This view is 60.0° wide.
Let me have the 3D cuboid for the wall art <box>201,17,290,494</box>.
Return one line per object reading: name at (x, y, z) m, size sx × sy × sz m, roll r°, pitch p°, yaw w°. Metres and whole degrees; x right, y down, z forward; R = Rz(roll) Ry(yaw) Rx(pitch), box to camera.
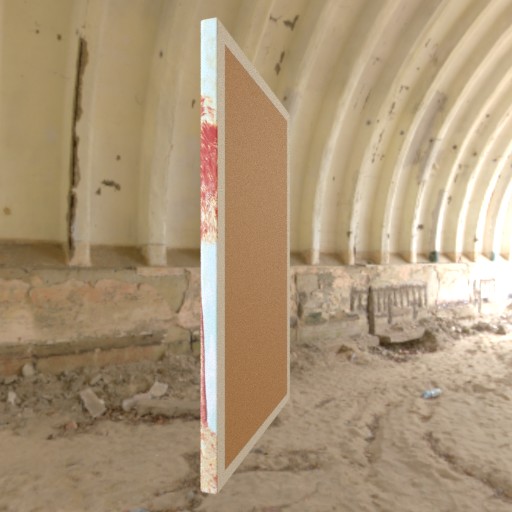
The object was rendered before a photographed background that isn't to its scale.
wall art at (0.000, 0.000, 1.141) m, size 0.037 × 0.915 × 0.605 m, roll 0°, pitch 0°, yaw 18°
